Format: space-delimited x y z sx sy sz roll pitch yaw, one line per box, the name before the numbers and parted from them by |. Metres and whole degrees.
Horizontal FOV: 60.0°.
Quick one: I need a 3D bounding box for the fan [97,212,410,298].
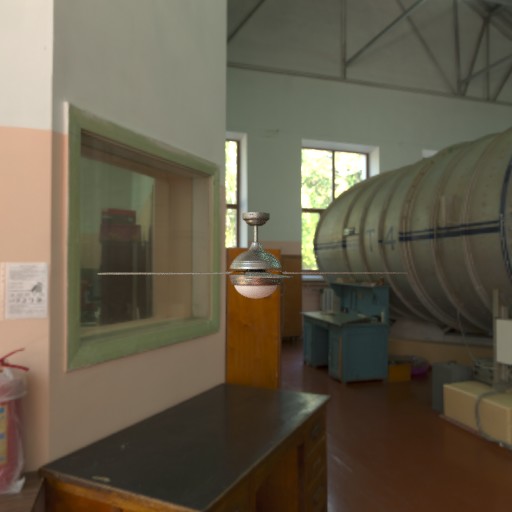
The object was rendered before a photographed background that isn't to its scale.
fan | 0.000 0.000 1.998 1.321 0.381 1.321 0 -1 17
